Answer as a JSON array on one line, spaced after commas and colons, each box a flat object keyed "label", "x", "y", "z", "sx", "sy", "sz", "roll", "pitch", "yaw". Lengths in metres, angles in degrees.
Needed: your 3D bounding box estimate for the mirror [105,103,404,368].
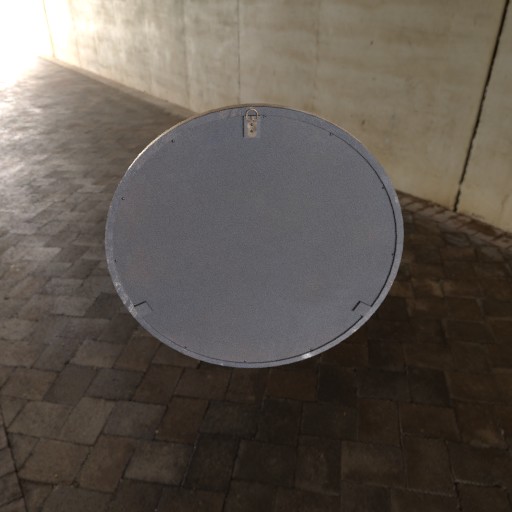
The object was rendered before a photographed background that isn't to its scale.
[{"label": "mirror", "x": 0.000, "y": 0.000, "z": 1.081, "sx": 0.710, "sy": 0.710, "sz": 0.038, "roll": -1, "pitch": 30, "yaw": -2}]
